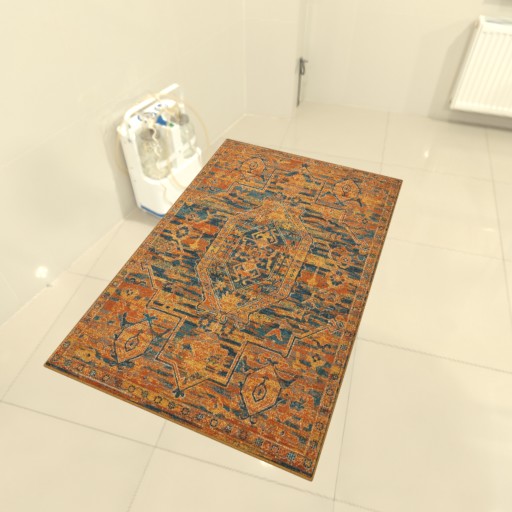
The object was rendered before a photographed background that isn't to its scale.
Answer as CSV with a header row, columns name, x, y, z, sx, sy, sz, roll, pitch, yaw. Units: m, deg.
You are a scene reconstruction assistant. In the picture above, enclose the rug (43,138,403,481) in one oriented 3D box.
name,x,y,z,sx,sy,sz,roll,pitch,yaw
rug,0.000,0.000,1.073,0.557,0.008,0.863,17,50,15
